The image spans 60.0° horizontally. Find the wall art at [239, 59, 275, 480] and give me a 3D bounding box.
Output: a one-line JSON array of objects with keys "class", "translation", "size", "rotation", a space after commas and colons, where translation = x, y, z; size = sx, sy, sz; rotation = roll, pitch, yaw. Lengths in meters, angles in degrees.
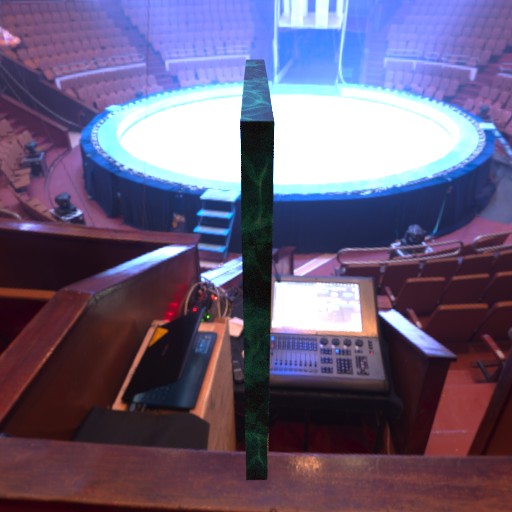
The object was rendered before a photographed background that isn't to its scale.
[{"class": "wall art", "translation": [0.000, 0.000, 0.852], "size": [0.038, 0.635, 0.508], "rotation": [0, 31, 0]}]
